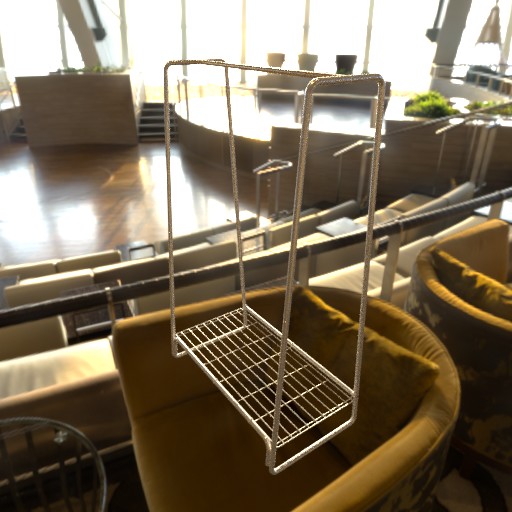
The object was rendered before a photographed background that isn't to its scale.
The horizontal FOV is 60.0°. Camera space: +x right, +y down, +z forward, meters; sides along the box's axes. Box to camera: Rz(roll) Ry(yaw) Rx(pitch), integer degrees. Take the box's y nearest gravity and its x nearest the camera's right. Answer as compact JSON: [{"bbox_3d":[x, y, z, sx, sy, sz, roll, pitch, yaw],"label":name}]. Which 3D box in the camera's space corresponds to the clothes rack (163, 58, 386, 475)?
[{"bbox_3d":[0.000,0.000,1.897,0.495,1.500,0.900,-18,32,-31],"label":"clothes rack"}]
